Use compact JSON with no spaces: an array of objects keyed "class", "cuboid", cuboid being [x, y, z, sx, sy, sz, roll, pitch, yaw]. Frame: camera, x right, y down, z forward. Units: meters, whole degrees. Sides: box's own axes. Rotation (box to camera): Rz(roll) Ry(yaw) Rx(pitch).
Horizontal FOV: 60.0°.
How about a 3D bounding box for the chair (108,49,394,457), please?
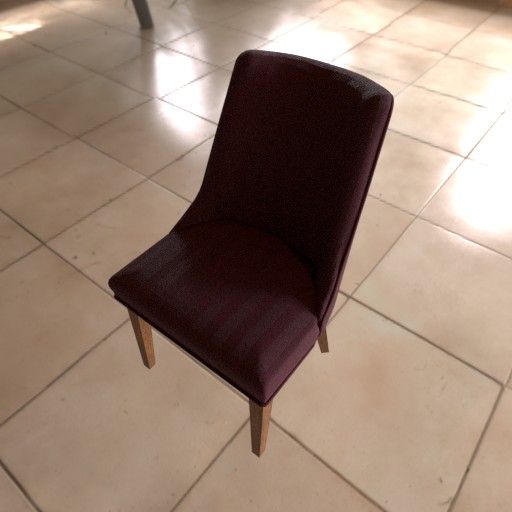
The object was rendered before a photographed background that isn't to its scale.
[{"class":"chair","cuboid":[0.000,0.000,1.261,0.548,0.916,0.638,30,54,25]}]
